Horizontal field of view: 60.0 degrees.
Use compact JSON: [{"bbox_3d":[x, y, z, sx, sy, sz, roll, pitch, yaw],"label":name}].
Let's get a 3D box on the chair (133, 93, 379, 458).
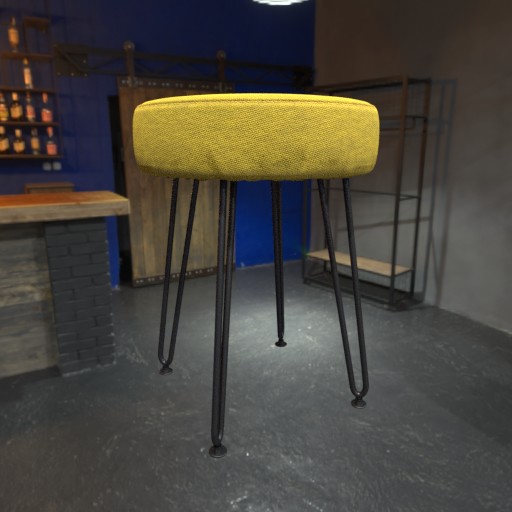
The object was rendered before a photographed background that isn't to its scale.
[{"bbox_3d":[0.000,0.000,0.688,0.345,0.455,0.345,-7,16,-27],"label":"chair"}]
